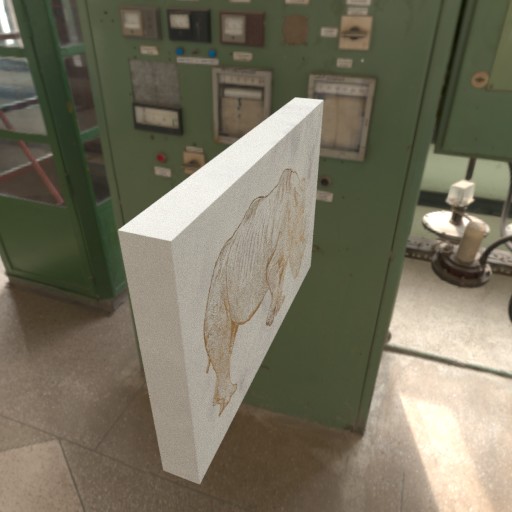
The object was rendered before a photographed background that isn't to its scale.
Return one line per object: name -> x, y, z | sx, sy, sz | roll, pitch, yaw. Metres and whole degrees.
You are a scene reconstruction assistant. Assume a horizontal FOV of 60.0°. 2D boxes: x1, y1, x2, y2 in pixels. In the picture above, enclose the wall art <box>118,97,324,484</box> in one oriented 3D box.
wall art -> 0.000, 0.000, 0.487 | 0.038, 0.254, 0.381 | 12, 34, 18
